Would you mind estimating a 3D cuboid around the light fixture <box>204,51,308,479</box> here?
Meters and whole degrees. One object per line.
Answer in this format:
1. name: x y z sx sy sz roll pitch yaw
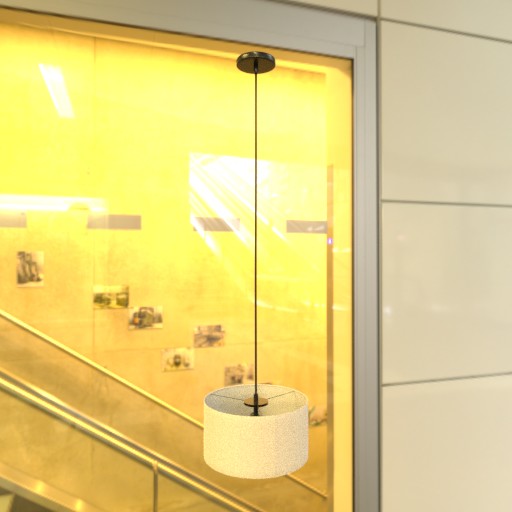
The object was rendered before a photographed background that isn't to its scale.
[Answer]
1. light fixture: 0.000 0.000 1.709 0.399 1.516 0.399 0 -1 0
